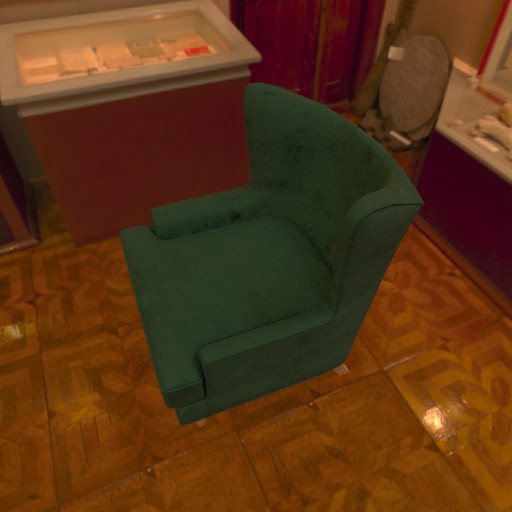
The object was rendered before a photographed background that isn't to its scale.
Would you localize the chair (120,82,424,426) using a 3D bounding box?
[{"bbox_3d":[0.000,0.000,1.642,0.910,0.952,0.793,-16,48,-15],"label":"chair"}]
